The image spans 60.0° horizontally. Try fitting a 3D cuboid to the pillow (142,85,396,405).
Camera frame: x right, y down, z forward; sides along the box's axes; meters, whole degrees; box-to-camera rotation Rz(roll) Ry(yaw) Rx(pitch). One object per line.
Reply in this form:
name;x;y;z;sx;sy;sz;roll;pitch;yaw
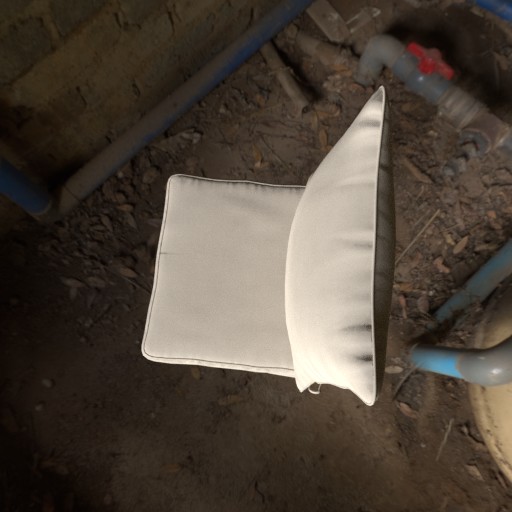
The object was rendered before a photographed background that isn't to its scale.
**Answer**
pillow;0.000;0.000;1.354;0.733;0.716;0.798;5;76;1
